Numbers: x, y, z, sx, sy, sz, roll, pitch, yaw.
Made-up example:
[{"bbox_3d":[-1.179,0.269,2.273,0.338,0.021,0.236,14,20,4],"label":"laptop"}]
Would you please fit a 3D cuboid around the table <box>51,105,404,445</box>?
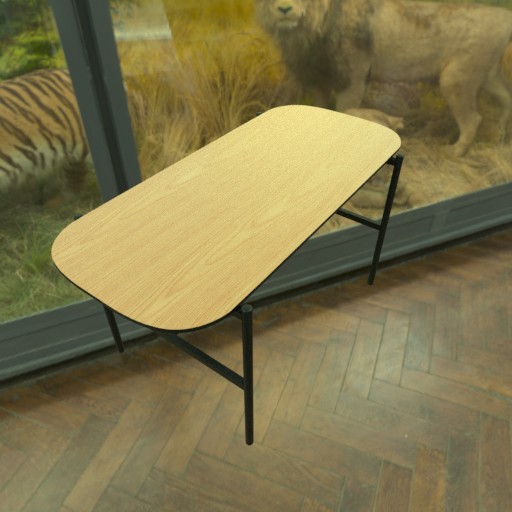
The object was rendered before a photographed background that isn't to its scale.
[{"bbox_3d":[0.000,0.000,1.024,0.400,0.400,0.800,25,47,26],"label":"table"}]
